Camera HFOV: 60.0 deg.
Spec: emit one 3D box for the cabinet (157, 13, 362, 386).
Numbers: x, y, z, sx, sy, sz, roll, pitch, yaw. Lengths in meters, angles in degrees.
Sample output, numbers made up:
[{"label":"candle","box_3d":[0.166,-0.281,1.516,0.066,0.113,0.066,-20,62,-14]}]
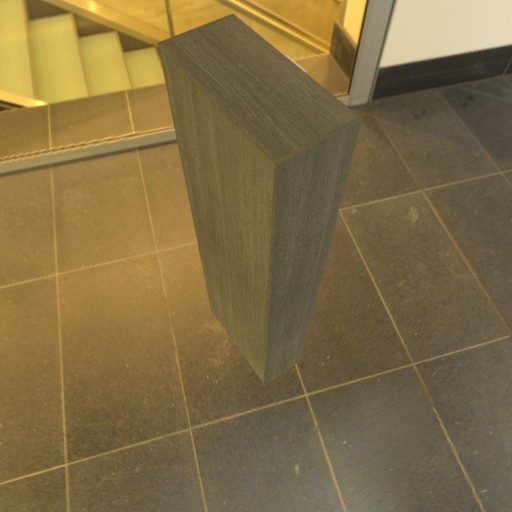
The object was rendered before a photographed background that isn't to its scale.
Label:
[{"label":"cabinet","box_3d":[0.000,0.000,1.759,0.255,1.630,0.520,-31,63,-18]}]
